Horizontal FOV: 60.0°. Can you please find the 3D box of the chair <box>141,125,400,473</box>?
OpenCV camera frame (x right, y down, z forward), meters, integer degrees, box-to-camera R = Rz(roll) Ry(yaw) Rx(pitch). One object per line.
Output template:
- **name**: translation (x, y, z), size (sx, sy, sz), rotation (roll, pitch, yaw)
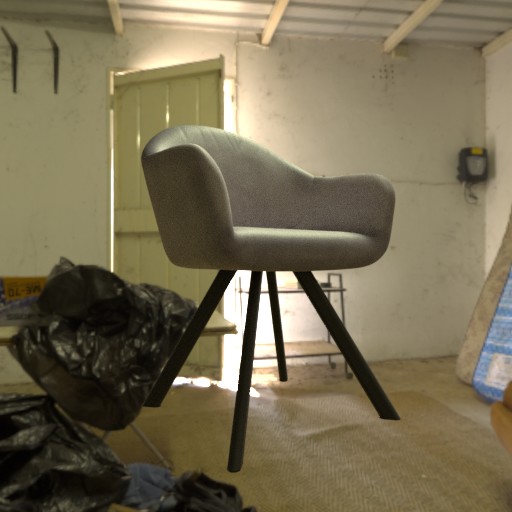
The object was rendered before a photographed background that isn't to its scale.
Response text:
- **chair**: translation (0.000, 0.000, 1.148), size (0.570, 0.780, 0.540), rotation (0, 0, -35)
